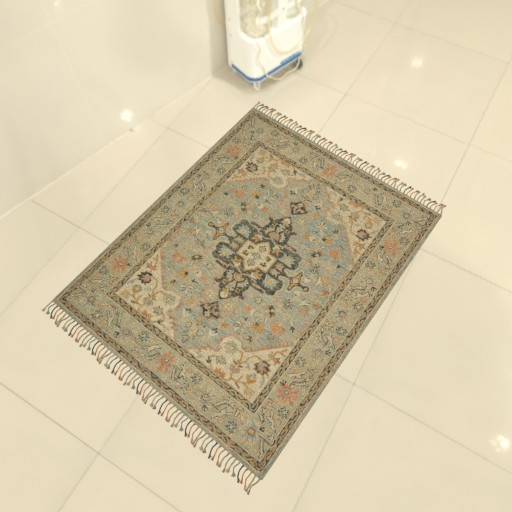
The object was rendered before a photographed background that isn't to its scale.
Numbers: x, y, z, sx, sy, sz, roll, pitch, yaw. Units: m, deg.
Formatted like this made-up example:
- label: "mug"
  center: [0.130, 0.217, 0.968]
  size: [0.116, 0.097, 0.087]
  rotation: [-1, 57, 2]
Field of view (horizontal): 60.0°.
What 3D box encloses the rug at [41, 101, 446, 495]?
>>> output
- label: "rug"
  center: [0.000, 0.000, 2.249]
  size: [1.278, 0.009, 1.730]
  rotation: [34, 68, 16]
